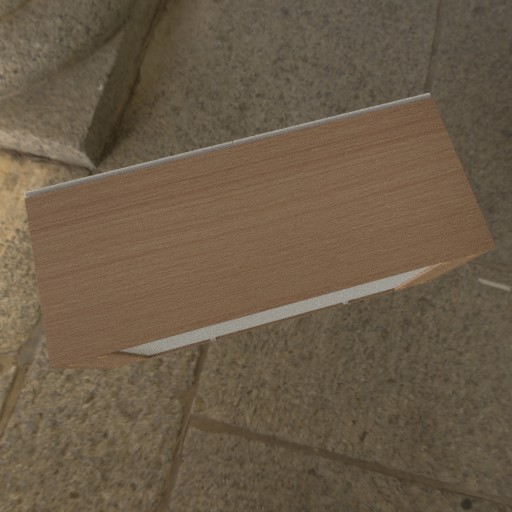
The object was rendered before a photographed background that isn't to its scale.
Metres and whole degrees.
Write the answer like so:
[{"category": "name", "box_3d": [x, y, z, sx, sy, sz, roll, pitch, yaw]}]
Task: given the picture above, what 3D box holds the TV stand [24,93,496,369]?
[{"category": "TV stand", "box_3d": [0.000, 0.000, 1.316, 0.991, 0.660, 0.407, -15, 76, -4]}]
